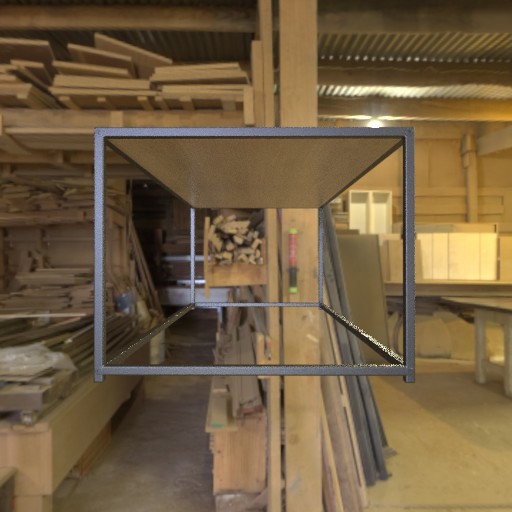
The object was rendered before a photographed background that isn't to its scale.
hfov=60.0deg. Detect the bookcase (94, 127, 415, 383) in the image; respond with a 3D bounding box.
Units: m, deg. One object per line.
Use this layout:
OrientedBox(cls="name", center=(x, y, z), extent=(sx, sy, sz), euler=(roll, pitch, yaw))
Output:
OrientedBox(cls="bookcase", center=(0.000, 0.000, 1.189), extent=(0.500, 0.400, 1.000), euler=(0, 0, 0))
